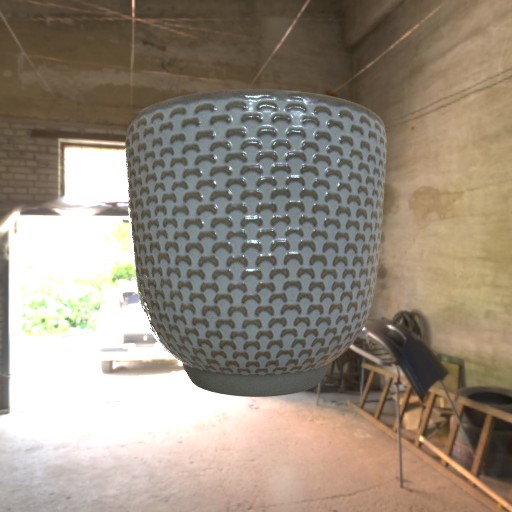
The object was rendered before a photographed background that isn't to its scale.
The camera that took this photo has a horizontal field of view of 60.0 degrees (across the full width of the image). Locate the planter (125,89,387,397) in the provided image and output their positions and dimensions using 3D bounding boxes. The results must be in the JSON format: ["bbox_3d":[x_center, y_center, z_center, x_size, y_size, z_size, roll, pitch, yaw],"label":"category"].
[{"bbox_3d":[0.000,0.000,0.347,0.197,0.191,0.197,0,0,0],"label":"planter"}]
